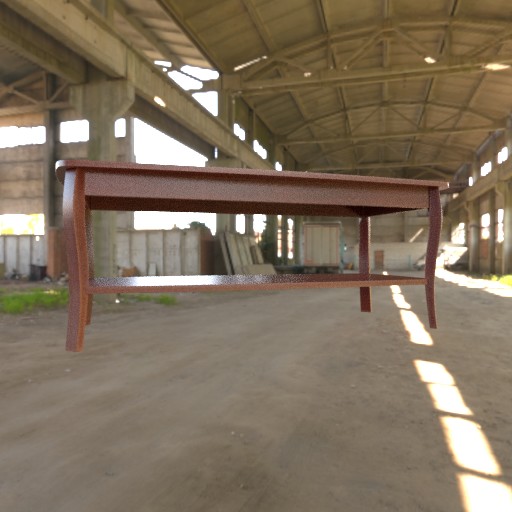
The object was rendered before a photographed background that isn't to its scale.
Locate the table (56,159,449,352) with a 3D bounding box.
[{"bbox_3d":[0.000,0.000,1.489,1.216,0.473,0.561,0,1,-18],"label":"table"}]
